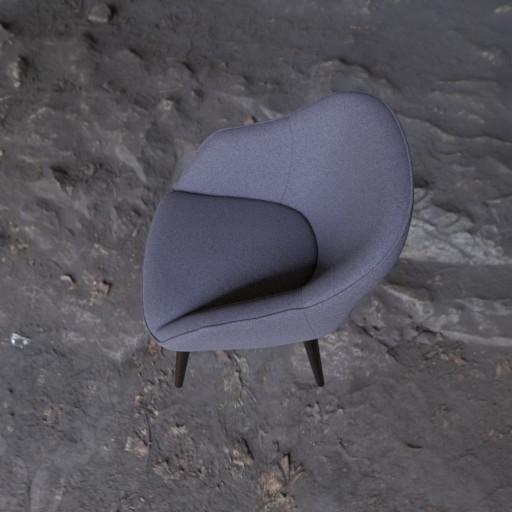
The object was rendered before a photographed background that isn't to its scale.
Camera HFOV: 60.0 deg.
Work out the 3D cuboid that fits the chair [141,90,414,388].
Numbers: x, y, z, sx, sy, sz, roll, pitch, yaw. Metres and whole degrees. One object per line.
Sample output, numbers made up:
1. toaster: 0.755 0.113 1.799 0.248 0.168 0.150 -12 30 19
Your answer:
1. chair: 0.000 0.000 1.210 0.611 0.810 0.589 0 58 0
